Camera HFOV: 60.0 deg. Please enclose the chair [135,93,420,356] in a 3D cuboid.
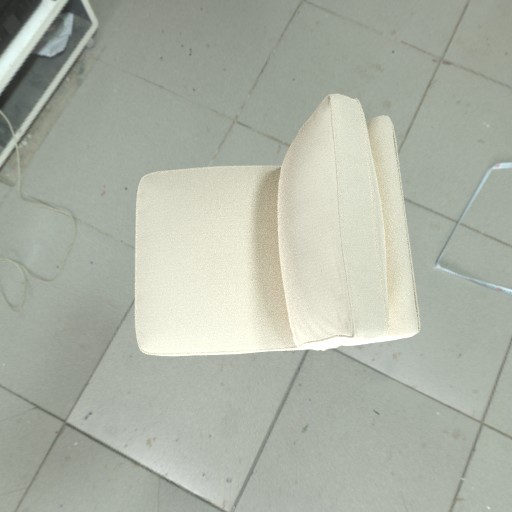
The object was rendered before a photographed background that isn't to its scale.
[{"bbox_3d":[0.000,0.000,1.455,0.781,0.887,0.630,-3,77,-1],"label":"chair"}]
